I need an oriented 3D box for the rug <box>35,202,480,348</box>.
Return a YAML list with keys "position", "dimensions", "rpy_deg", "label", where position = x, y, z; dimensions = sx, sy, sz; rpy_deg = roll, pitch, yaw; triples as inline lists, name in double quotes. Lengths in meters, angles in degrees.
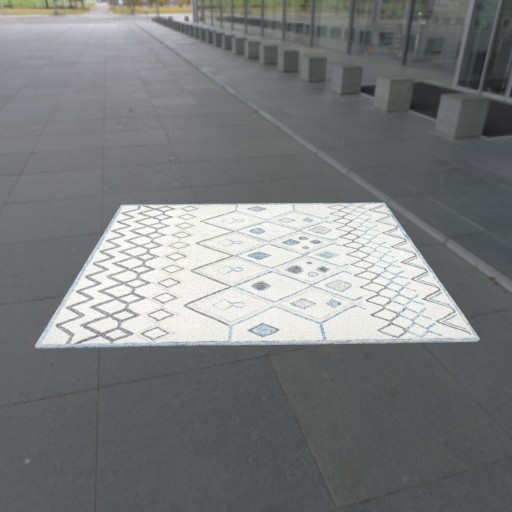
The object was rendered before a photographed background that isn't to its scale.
- position: [0.000, 0.000, 4.086]
  dimensions: [3.056, 0.013, 2.441]
  rpy_deg: [-1, 30, -1]
  label: "rug"
